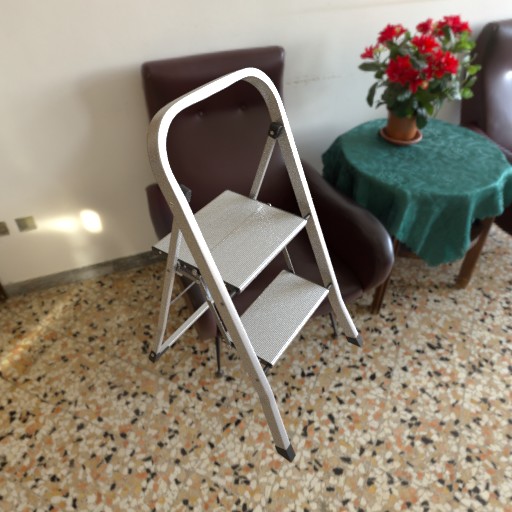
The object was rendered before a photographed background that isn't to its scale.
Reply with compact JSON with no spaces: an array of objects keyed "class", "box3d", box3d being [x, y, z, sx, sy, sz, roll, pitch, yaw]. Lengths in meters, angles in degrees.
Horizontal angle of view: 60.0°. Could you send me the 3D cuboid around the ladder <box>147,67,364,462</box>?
[{"class":"ladder","box3d":[0.000,0.000,1.128,0.530,0.830,0.465,24,47,25]}]
